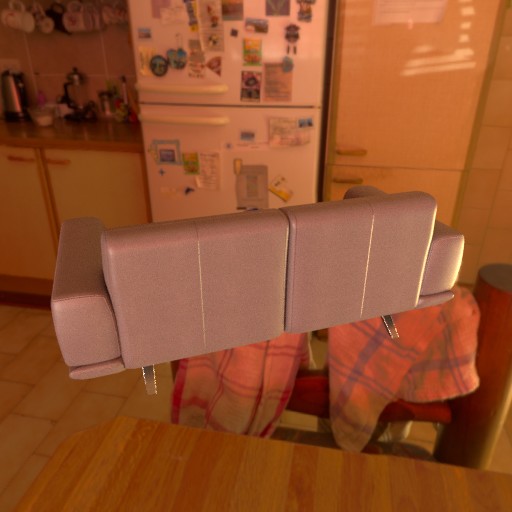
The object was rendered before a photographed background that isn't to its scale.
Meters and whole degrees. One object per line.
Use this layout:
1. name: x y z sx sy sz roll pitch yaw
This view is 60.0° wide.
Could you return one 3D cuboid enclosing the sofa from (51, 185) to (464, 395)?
1. sofa: 0.000 0.000 2.327 1.901 0.772 0.900 -9 28 -17
